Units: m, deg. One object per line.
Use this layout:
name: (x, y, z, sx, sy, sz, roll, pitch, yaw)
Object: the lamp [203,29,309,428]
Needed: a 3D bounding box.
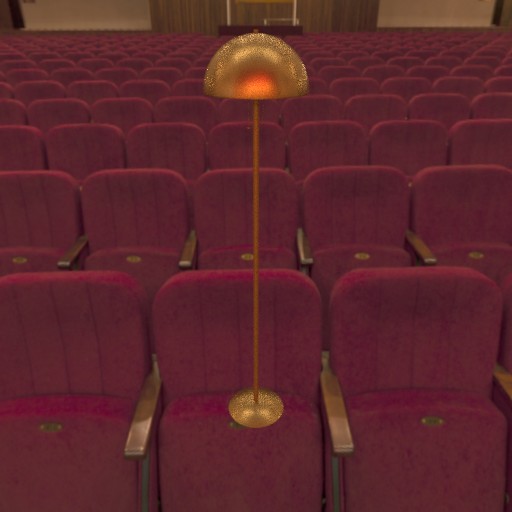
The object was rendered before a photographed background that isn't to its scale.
lamp: (0.000, 0.000, 1.627, 0.328, 1.480, 0.328, 0, 26, 0)
